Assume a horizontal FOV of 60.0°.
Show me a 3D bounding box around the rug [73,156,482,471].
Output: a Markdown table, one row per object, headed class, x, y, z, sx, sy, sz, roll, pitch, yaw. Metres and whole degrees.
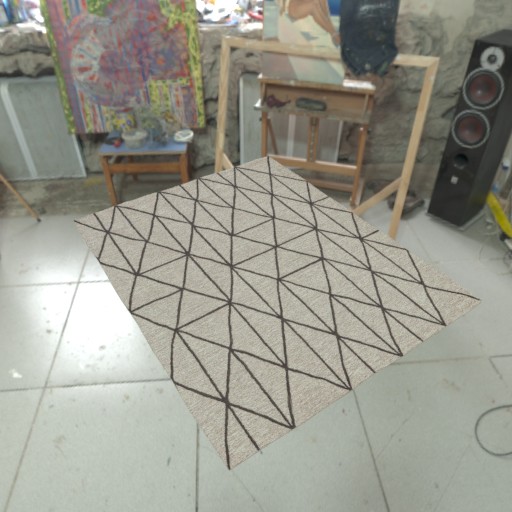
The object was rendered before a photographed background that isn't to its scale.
| class | x | y | z | sx | sy | sz | roll | pitch | yaw |
| --- | --- | --- | --- | --- | --- | --- | --- | --- | --- |
| rug | 0.000 | 0.000 | 4.077 | 2.468 | 0.022 | 3.061 | -24 | 46 | -25 |
